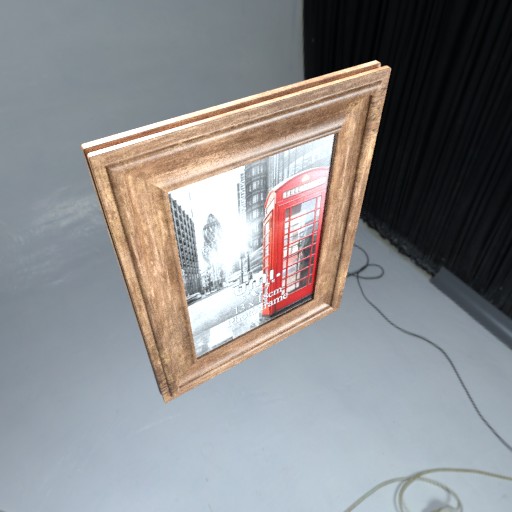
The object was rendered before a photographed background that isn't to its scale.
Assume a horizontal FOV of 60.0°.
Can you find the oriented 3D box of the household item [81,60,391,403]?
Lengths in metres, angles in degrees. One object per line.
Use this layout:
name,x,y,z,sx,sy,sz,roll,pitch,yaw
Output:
household item,0.000,0.000,0.322,0.186,0.237,0.018,-24,50,-22
